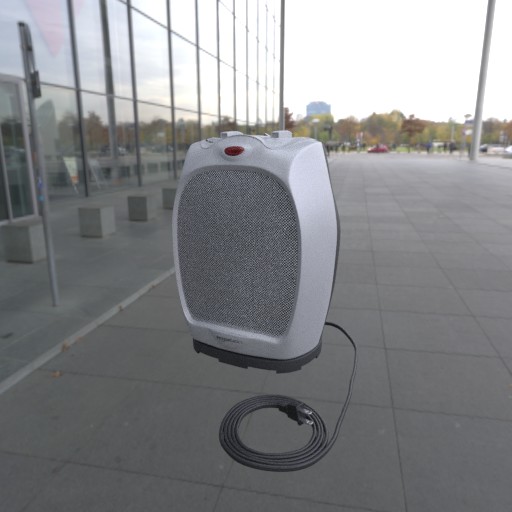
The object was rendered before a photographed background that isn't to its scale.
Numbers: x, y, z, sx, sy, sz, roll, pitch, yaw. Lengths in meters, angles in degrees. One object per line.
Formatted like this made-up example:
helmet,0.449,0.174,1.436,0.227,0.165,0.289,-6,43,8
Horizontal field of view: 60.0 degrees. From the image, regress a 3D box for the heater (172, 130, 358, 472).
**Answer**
heater,0.000,0.000,0.463,0.239,0.255,0.291,7,16,27
